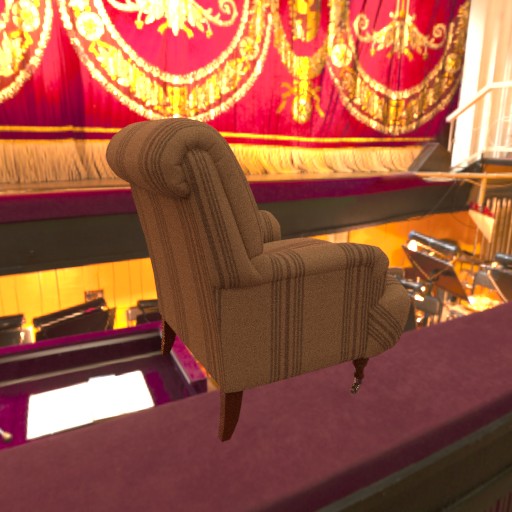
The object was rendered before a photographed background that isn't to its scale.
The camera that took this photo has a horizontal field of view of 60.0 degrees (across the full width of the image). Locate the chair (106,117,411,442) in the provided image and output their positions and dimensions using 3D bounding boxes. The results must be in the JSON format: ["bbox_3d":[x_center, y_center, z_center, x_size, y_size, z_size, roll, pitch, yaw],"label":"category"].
[{"bbox_3d":[0.000,0.000,1.614,0.914,0.940,0.813,-8,17,-27],"label":"chair"}]
